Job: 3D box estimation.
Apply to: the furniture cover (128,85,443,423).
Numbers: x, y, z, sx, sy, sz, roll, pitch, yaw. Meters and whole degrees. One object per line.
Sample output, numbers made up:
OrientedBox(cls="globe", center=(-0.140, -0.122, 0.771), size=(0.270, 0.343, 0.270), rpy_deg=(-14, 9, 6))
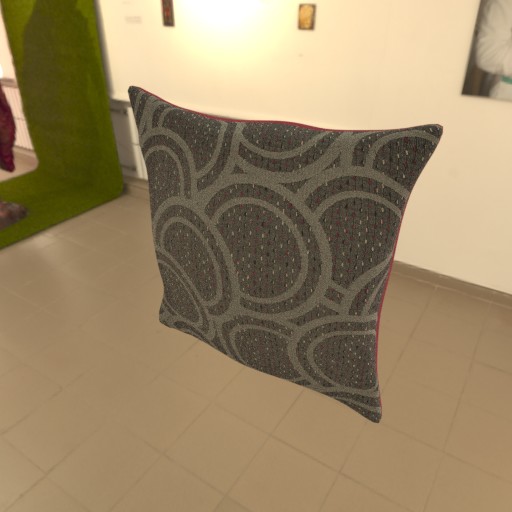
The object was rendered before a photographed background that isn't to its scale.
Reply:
OrientedBox(cls="furniture cover", center=(0.000, 0.000, 0.761), size=(0.514, 0.513, 0.163), rpy_deg=(18, 35, 28))
